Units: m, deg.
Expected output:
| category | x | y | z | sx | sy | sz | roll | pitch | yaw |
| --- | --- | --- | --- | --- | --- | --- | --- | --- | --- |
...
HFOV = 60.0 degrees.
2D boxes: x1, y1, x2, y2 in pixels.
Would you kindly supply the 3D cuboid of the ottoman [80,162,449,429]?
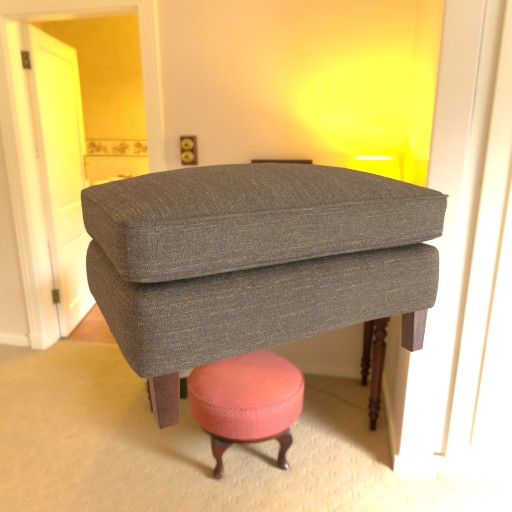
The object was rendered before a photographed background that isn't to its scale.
| category | x | y | z | sx | sy | sz | roll | pitch | yaw |
| --- | --- | --- | --- | --- | --- | --- | --- | --- | --- |
| ottoman | 0.000 | 0.000 | 0.996 | 0.686 | 0.406 | 0.508 | -8 | 17 | -27 |
